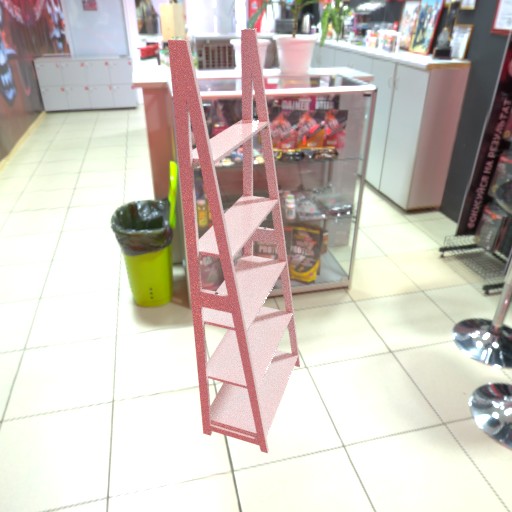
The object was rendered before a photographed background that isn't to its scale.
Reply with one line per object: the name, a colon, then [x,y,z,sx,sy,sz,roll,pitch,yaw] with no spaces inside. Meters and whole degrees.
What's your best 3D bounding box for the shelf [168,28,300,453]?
shelf: [0.000,0.000,1.986,0.341,1.779,0.636,10,32,17]
